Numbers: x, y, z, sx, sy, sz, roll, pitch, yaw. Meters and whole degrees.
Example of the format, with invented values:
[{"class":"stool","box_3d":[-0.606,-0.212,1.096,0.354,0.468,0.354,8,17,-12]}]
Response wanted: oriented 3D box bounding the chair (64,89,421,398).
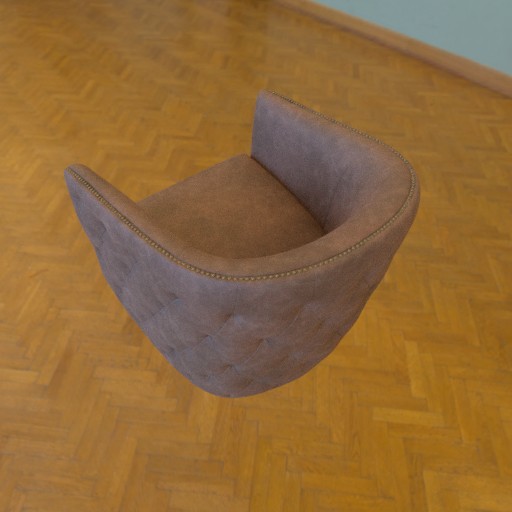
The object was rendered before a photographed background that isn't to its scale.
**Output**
[{"class":"chair","box_3d":[0.000,0.000,1.517,0.850,0.790,0.870,-31,54,-26]}]
